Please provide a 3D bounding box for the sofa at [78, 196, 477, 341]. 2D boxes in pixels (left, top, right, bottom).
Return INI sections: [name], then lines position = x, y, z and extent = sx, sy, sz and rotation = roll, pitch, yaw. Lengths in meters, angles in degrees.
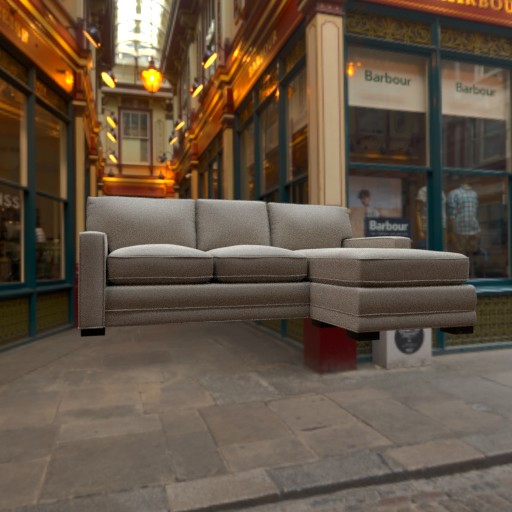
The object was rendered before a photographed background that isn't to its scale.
[sofa]
position = 0.000, 0.000, 2.821
extent = 2.087, 0.861, 1.496
rotation = 0, 0, -18
